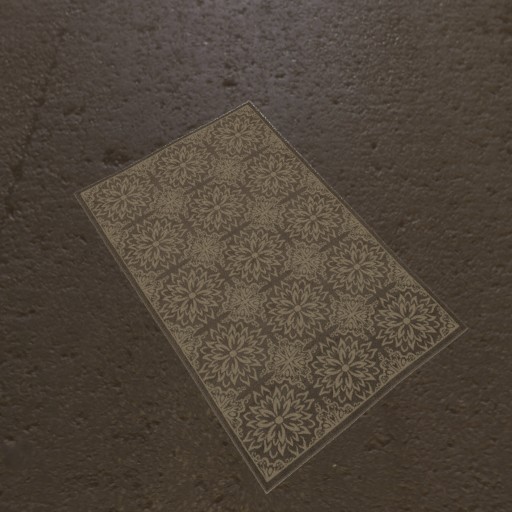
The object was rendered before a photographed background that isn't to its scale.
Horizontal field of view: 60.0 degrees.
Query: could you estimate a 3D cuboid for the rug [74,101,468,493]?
[{"bbox_3d":[0.000,0.000,3.471,1.819,0.018,2.746,-33,68,-15],"label":"rug"}]
